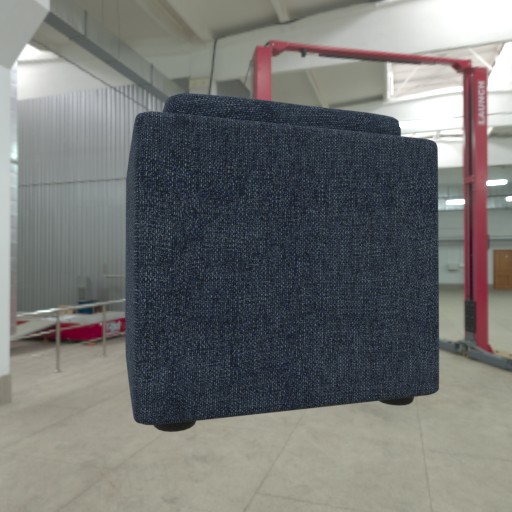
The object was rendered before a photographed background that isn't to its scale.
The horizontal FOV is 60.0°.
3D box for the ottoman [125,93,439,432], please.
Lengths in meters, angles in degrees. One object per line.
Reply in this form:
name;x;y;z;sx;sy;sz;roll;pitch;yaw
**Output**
ottoman;0.000;0.000;0.812;0.450;0.460;0.450;0;-1;-18
